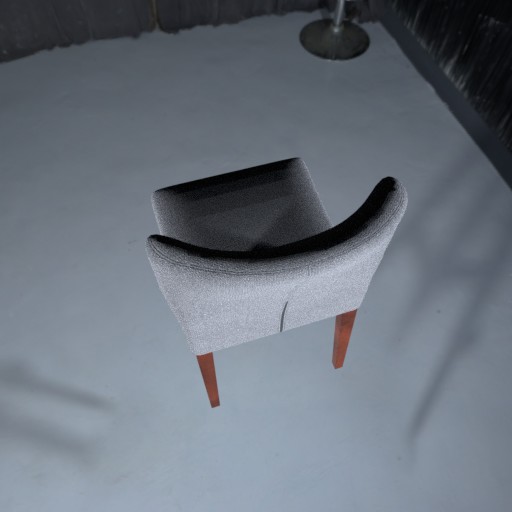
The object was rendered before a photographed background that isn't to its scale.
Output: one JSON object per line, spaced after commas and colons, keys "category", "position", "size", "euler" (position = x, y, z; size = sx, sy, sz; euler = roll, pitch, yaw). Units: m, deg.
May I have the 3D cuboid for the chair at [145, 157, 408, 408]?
{"category": "chair", "position": [0.000, 0.000, 1.185], "size": [0.491, 0.839, 0.589], "euler": [-15, 59, -9]}
